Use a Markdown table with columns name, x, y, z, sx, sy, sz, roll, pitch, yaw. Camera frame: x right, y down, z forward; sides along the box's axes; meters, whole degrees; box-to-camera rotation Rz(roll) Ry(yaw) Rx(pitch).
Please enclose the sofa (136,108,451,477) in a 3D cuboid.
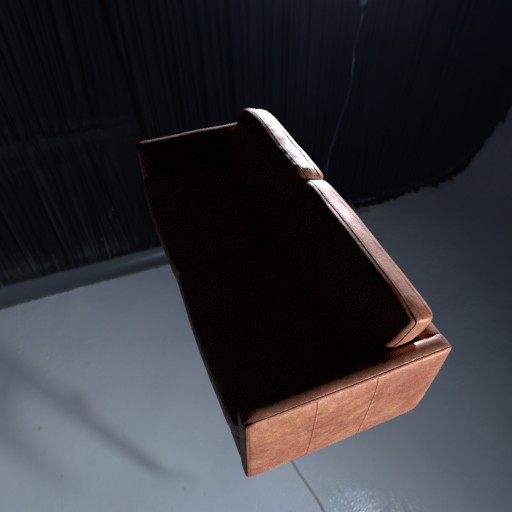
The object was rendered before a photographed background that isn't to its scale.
| name | x | y | z | sx | sy | sz | roll | pitch | yaw |
| --- | --- | --- | --- | --- | --- | --- | --- | --- | --- |
| sofa | 0.000 | 0.000 | 2.436 | 0.923 | 0.863 | 1.971 | -16 | 48 | -15 |
